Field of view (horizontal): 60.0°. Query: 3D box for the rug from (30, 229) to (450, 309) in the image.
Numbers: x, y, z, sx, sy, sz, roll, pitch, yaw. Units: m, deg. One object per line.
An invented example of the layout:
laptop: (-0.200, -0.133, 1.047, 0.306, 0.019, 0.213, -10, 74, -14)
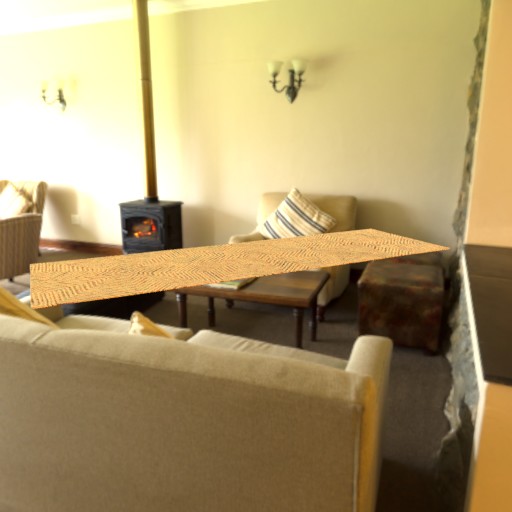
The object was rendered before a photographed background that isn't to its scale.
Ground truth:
rug: (0.000, 0.000, 2.673, 2.443, 0.009, 0.771, -7, 16, -26)
